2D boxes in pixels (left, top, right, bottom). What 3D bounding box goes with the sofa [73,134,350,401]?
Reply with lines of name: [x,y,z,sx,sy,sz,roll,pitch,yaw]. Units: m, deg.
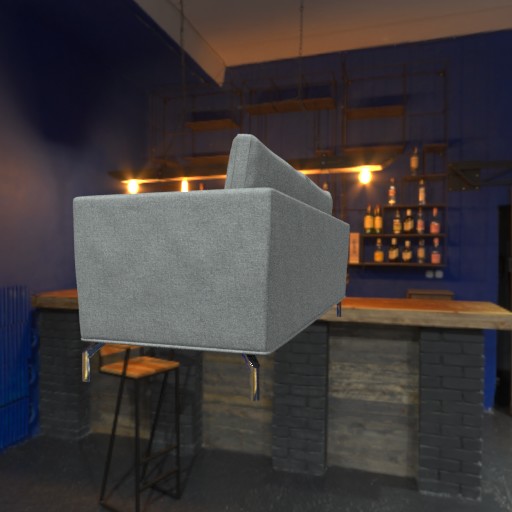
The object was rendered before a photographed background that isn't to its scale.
sofa: [0.000,0.000,2.688,0.869,1.002,2.212,0,1,19]
